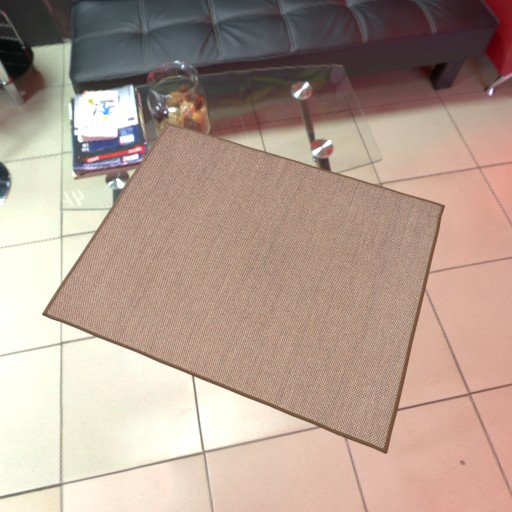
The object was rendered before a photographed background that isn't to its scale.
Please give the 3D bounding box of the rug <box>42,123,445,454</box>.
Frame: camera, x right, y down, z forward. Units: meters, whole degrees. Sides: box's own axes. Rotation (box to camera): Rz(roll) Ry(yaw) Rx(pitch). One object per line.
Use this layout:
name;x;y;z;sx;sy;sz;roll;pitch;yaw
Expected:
rug;0.000;0.000;4.072;3.041;0.020;2.413;19;63;10
